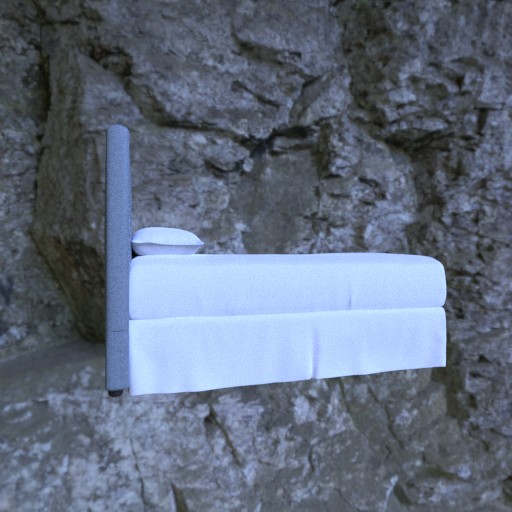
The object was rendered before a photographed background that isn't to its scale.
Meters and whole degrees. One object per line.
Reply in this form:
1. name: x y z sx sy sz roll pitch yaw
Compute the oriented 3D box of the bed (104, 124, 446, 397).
1. bed: 0.000 0.000 3.318 2.143 1.460 1.753 0 0 -19
